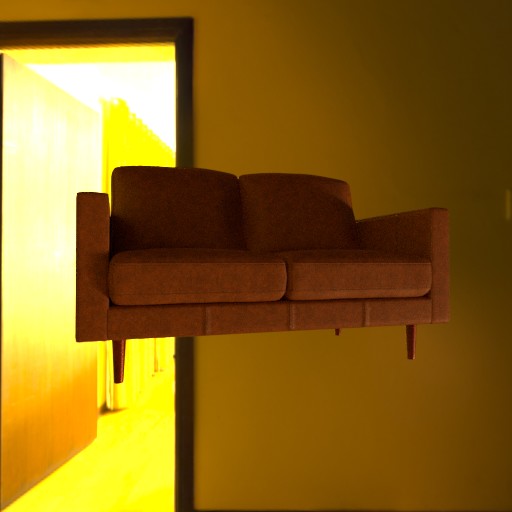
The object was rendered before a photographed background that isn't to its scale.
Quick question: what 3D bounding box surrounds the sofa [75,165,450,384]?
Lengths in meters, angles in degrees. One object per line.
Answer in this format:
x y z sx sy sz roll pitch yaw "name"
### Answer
0.000 0.000 2.154 1.578 0.951 0.909 0 -1 -18 "sofa"
